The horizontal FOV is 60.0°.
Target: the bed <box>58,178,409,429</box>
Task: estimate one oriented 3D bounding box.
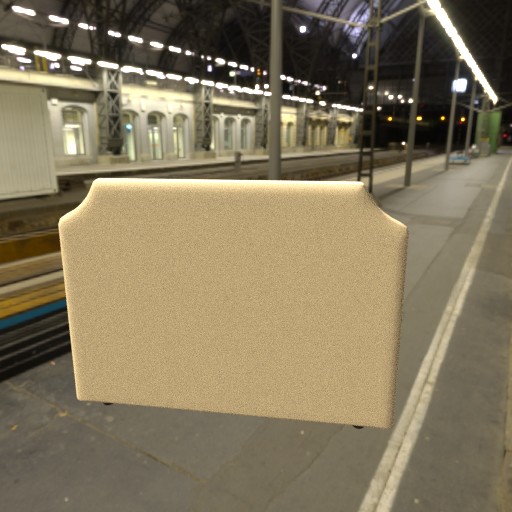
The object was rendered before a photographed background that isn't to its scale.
[{"bbox_3d":[0.000,0.000,3.860,2.134,1.524,2.548,2,15,8],"label":"bed"}]
